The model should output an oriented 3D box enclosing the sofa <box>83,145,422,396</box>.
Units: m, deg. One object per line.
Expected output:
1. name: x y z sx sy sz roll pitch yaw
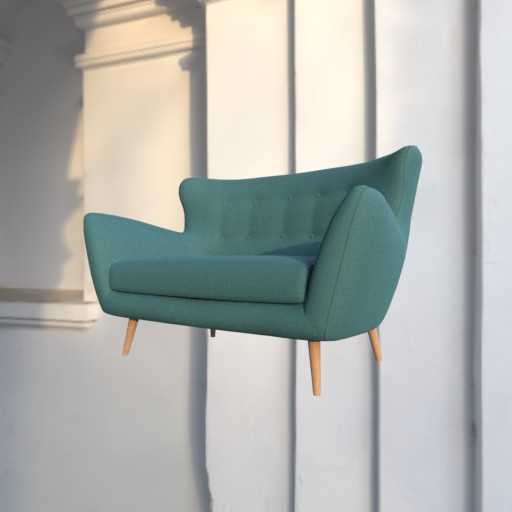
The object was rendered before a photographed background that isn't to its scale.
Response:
1. sofa: 0.000 0.000 1.971 1.397 0.889 0.889 0 0 36
